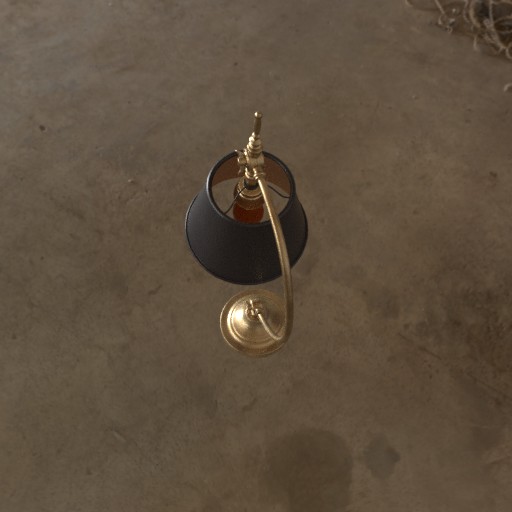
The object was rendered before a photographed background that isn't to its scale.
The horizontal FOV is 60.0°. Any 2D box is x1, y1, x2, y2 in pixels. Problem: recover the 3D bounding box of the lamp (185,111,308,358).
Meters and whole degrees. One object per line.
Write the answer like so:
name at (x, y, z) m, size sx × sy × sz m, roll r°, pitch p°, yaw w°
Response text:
lamp at (0.000, 0.000, 0.827) m, size 0.235 × 0.675 × 0.344 m, roll -15°, pitch 58°, yaw -9°
